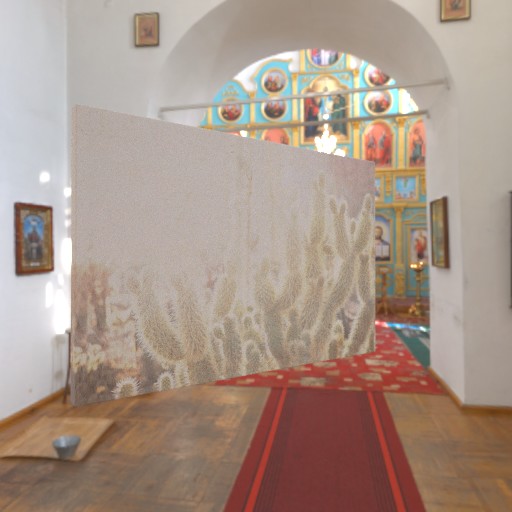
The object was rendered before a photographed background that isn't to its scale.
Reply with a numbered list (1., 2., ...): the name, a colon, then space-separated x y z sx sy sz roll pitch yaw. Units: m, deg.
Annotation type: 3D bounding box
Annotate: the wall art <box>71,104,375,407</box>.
1. wall art: 0.000 0.000 1.169 0.916 0.608 0.040 0 -1 -36
